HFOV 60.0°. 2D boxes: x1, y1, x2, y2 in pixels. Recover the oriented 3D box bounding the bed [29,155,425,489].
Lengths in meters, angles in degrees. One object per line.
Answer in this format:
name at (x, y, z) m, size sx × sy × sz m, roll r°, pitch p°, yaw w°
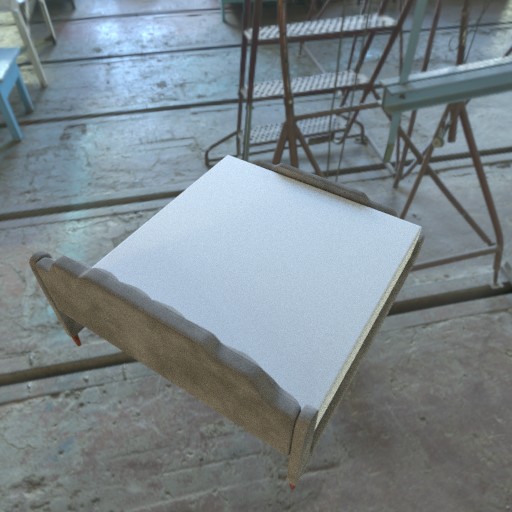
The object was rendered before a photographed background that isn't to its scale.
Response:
bed at (0.000, 0.000, 3.474) m, size 2.074 × 1.245 × 2.340 m, roll 25°, pitch 51°, yaw 22°
